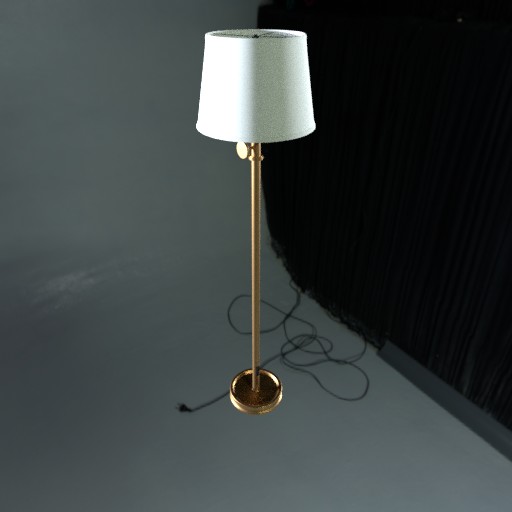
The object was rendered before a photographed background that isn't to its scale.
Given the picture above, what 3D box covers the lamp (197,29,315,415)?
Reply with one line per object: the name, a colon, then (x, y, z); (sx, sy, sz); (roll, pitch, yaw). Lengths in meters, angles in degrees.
lamp: (0.000, 0.000, 0.789); (0.178, 0.710, 0.178); (0, 31, 0)
